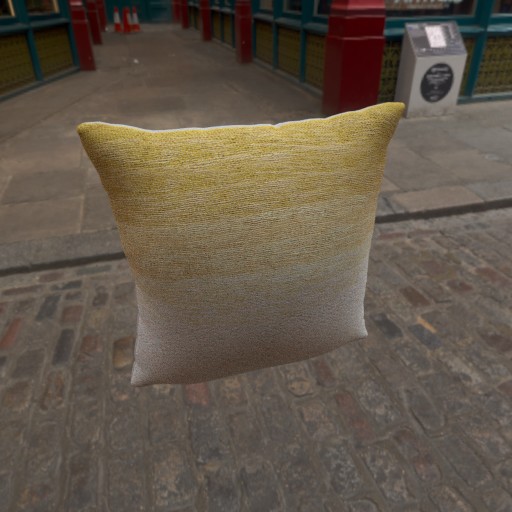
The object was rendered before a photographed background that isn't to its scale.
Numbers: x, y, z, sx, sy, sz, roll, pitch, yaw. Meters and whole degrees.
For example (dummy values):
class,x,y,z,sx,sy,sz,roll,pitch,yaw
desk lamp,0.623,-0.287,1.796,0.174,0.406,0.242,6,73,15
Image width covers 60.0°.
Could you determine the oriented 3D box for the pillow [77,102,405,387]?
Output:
class,x,y,z,sx,sy,sz,roll,pitch,yaw
pillow,0.000,0.000,0.702,0.450,0.450,0.211,-9,33,-14
